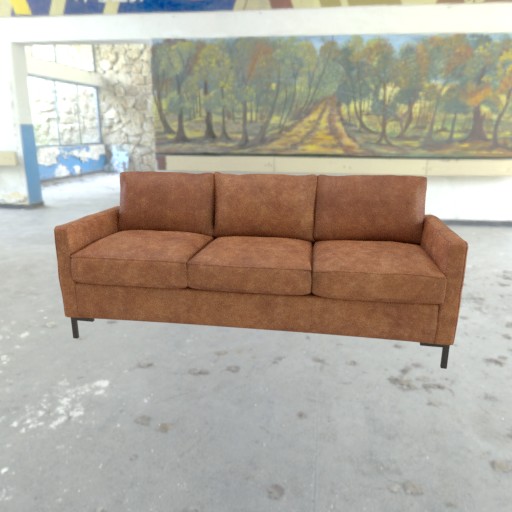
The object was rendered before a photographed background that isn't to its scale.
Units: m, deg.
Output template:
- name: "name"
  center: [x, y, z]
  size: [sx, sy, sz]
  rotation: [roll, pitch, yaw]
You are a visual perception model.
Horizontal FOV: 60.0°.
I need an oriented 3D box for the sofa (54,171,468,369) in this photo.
- name: "sofa"
  center: [0.000, 0.000, 2.449]
  size: [2.029, 0.863, 0.748]
  rotation: [3, 16, 9]
